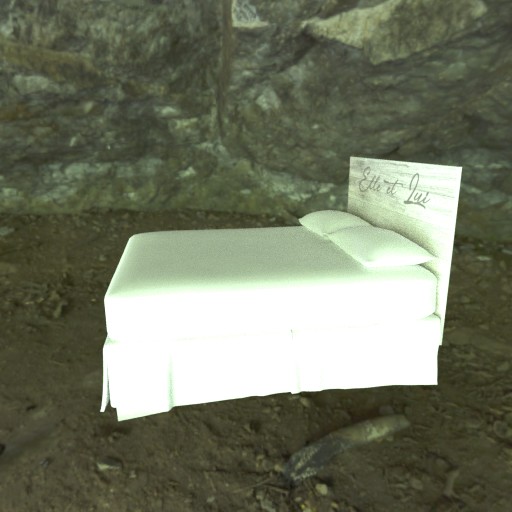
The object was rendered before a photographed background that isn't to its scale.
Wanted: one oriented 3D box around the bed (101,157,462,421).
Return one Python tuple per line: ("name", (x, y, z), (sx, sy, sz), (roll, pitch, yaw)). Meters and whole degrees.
("bed", (0.000, 0.000, 3.220), (2.094, 1.335, 1.745), (-3, 15, -10))
